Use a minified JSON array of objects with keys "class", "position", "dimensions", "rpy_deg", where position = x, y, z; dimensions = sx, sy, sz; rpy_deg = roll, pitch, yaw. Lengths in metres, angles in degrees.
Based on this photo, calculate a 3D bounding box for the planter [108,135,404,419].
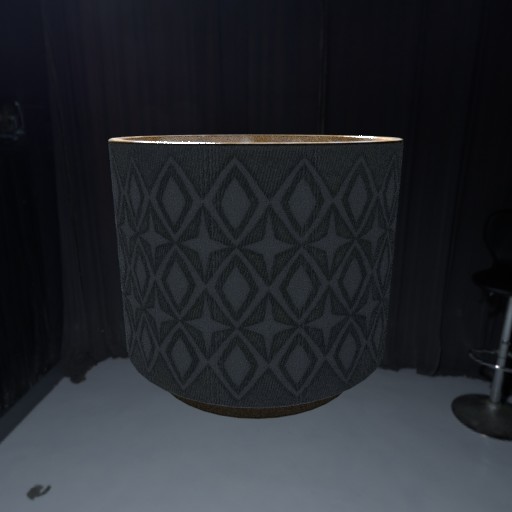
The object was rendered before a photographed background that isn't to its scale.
[{"class":"planter","position":[0.000,0.000,0.432],"dimensions":[0.255,0.223,0.255],"rpy_deg":[0,16,0]}]
